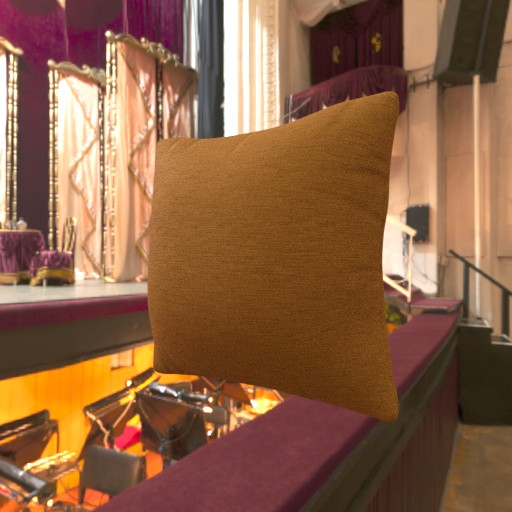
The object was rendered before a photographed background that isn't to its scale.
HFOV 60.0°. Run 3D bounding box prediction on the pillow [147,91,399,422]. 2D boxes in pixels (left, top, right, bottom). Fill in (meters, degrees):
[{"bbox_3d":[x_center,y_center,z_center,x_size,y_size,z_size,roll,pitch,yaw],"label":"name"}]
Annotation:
[{"bbox_3d":[0.000,0.000,0.677,0.435,0.417,0.247,0,0,35],"label":"pillow"}]
